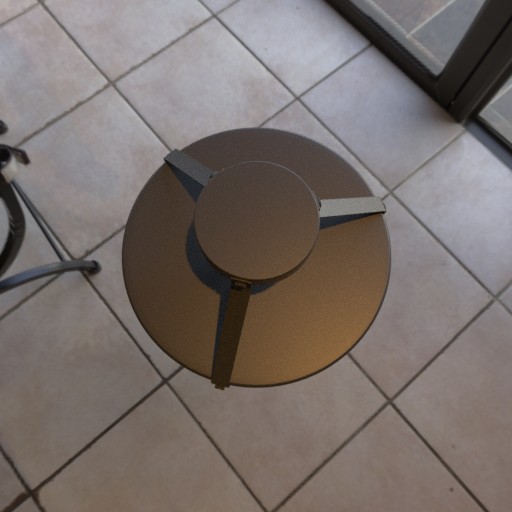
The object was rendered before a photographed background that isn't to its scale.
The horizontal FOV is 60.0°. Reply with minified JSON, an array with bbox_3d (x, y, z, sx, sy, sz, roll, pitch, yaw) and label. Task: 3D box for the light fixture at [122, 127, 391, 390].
[{"bbox_3d":[0.000,0.000,0.535,0.304,0.269,0.304,0,75,0],"label":"light fixture"}]
